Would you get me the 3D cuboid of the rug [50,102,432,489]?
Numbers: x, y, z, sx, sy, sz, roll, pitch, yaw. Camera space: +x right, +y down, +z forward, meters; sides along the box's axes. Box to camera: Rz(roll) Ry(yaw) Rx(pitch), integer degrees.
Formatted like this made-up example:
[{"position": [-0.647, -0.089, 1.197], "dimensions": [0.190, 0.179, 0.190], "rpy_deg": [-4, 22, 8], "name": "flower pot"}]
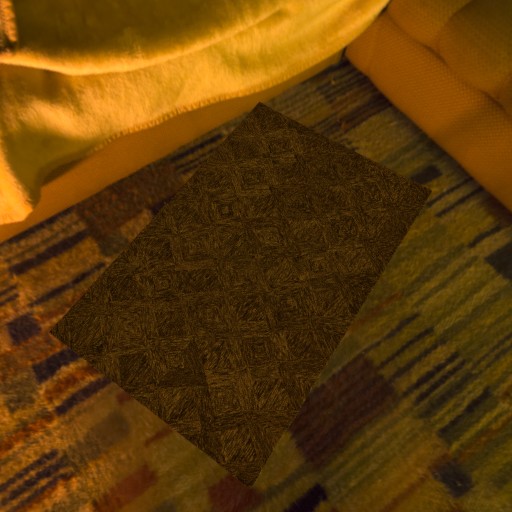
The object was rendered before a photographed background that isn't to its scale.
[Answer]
[{"position": [0.000, 0.000, 2.315], "dimensions": [1.189, 0.011, 1.808], "rpy_deg": [32, 68, 14], "name": "rug"}]
